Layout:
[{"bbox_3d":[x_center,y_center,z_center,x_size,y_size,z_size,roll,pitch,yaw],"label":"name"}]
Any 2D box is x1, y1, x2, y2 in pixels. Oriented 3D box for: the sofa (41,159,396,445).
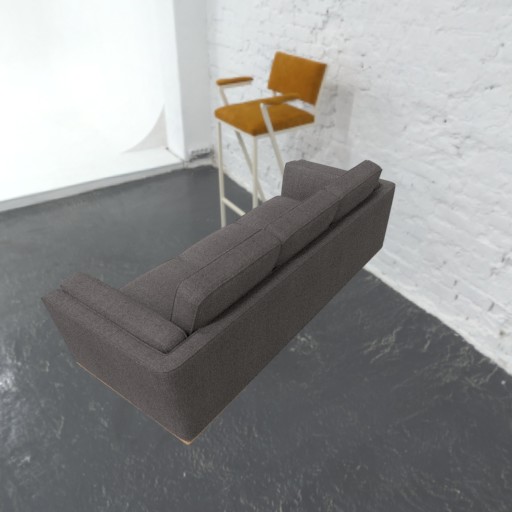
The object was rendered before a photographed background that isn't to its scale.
[{"bbox_3d":[0.000,0.000,2.838,0.903,0.899,2.362,22,38,30],"label":"sofa"}]
